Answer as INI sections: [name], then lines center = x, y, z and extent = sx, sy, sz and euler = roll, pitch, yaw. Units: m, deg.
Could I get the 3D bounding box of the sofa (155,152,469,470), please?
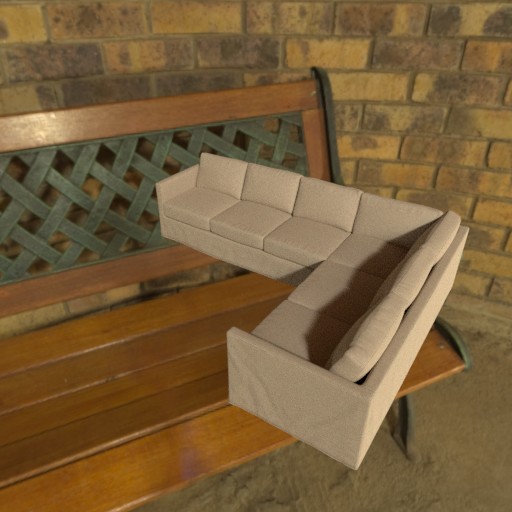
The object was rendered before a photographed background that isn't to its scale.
[sofa]
center = 0.000, 0.000, 4.161
extent = 3.182, 0.871, 2.432
euler = 20, 38, 29
